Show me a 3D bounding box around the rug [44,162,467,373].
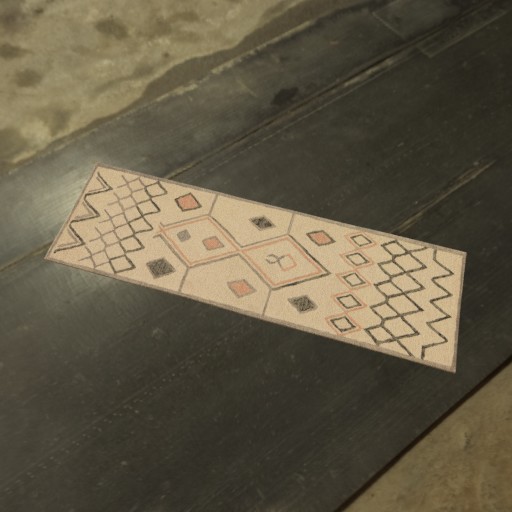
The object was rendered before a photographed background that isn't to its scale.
[{"bbox_3d":[0.000,0.000,2.670,2.435,0.011,0.750,15,65,7],"label":"rug"}]
